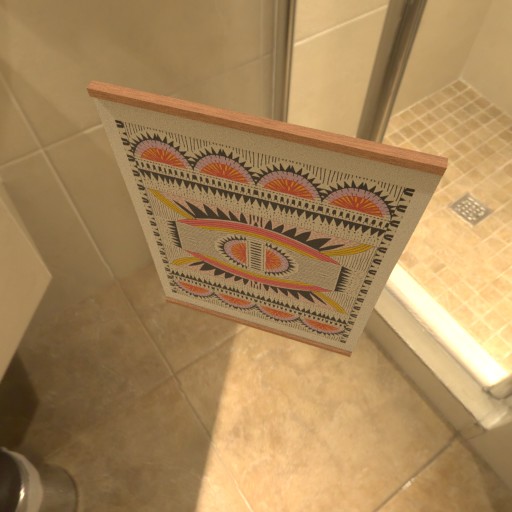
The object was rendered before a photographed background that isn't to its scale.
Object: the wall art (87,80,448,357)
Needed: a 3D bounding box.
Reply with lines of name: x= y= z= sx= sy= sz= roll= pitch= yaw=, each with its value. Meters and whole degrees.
wall art: x=0.000 y=0.000 z=1.327 sx=0.765 sy=1.016 sz=0.028 roll=15 pitch=59 yaw=10
